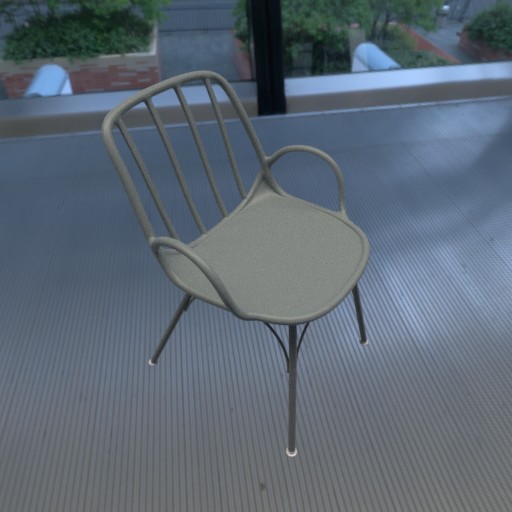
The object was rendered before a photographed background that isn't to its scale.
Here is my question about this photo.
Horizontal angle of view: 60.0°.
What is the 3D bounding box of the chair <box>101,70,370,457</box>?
[{"bbox_3d":[0.000,0.000,1.212,0.597,0.816,0.549,25,47,26],"label":"chair"}]
